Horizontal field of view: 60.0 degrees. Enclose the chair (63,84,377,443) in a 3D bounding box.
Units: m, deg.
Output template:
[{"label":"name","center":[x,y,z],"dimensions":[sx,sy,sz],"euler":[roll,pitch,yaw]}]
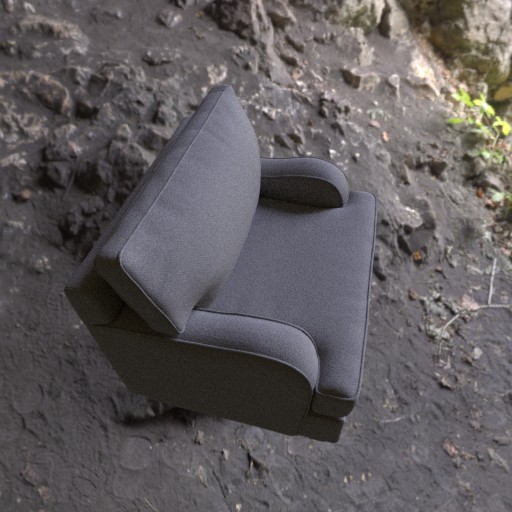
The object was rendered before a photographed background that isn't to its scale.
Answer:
[{"label":"chair","center":[0.000,0.000,1.996],"dimensions":[1.040,1.016,1.220],"euler":[10,47,10]}]
